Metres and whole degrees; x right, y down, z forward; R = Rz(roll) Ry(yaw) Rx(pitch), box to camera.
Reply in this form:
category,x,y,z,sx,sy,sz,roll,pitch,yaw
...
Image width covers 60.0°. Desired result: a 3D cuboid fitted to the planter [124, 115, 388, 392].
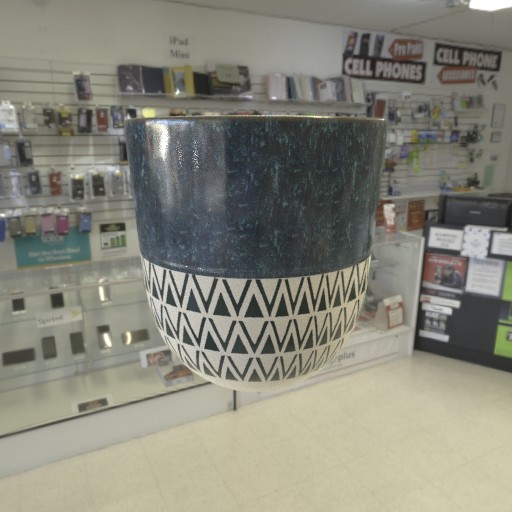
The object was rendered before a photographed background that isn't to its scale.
category,x,y,z,sx,sy,sz,roll,pitch,yaw
planter,0.000,0.000,0.368,0.195,0.214,0.195,0,15,0
